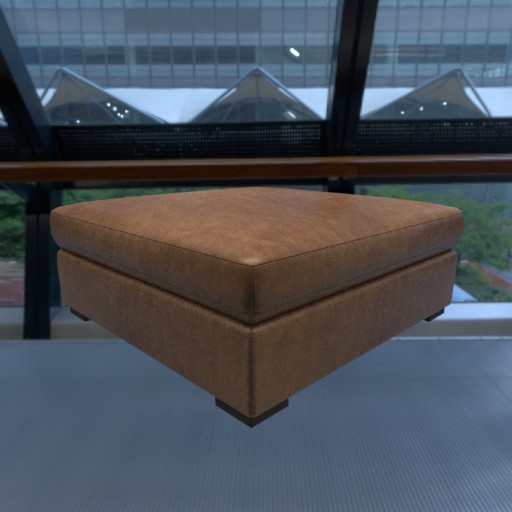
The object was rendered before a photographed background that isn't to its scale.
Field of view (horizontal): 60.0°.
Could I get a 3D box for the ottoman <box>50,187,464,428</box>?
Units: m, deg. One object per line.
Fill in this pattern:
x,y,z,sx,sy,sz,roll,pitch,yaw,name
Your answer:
0.000,0.000,1.778,1.169,0.483,1.168,-13,19,-43,ottoman
